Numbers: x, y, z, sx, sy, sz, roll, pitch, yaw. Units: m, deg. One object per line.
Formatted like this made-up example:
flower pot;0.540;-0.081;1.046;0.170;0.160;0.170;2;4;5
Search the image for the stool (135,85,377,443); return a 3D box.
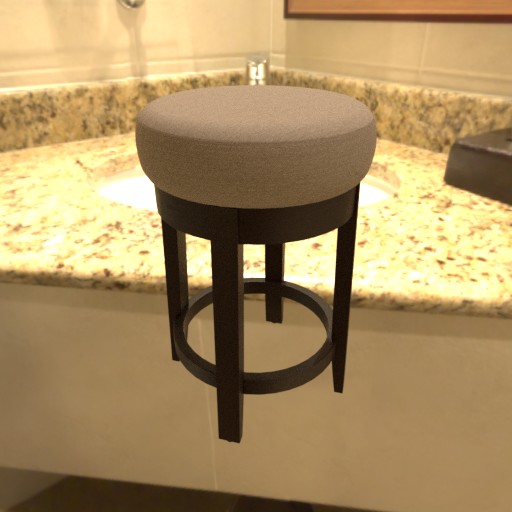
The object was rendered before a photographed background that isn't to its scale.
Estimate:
stool;0.000;0.000;0.966;0.443;0.672;0.443;0;29;0
